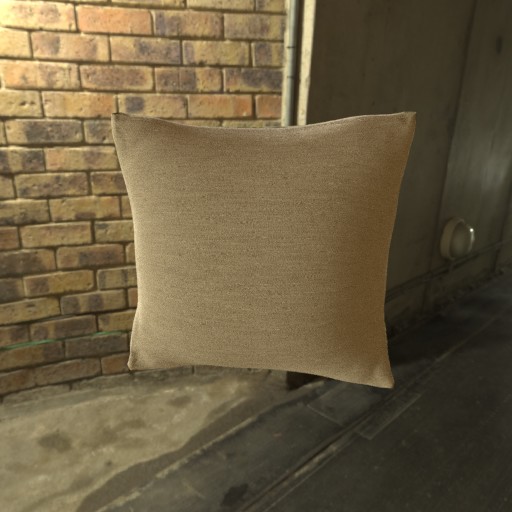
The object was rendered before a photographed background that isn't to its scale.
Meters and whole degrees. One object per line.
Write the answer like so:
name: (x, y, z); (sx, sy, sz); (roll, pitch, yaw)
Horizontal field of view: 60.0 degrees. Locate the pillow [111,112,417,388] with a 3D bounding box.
pillow: (0.000, 0.000, 0.676); (0.440, 0.419, 0.162); (2, 16, 8)
